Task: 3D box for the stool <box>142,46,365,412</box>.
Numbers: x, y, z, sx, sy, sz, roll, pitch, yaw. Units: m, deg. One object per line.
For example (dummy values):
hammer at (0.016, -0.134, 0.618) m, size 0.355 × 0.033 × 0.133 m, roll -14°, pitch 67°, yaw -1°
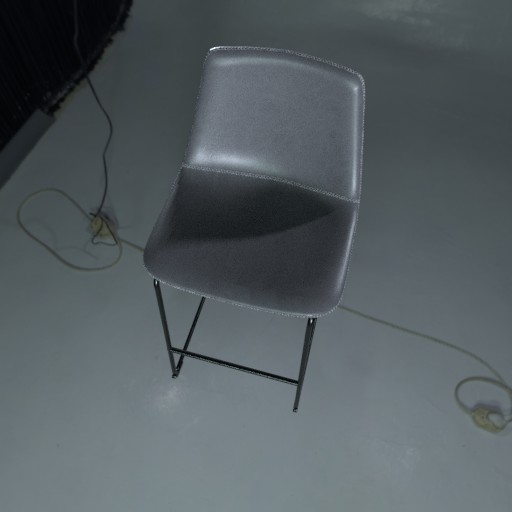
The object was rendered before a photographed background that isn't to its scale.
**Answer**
stool at (0.000, 0.000, 1.193) m, size 0.470 × 0.876 × 0.546 m, roll 13°, pitch 59°, yaw 8°
